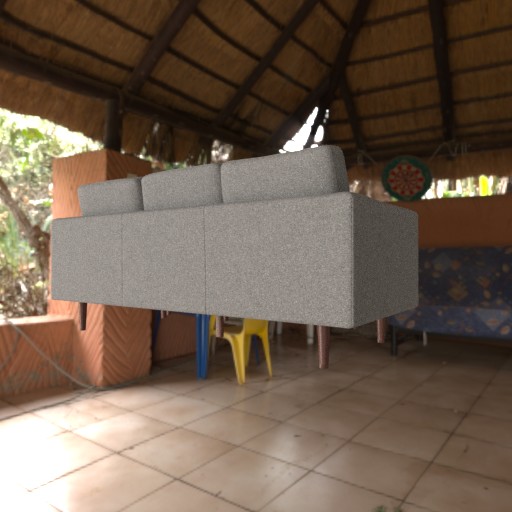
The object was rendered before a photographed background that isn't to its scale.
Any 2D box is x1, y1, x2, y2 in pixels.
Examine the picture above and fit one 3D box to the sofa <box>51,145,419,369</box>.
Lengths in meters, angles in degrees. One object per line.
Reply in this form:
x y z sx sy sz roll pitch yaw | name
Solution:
0.000 0.000 2.918 2.055 0.957 1.667 0 0 35 | sofa
